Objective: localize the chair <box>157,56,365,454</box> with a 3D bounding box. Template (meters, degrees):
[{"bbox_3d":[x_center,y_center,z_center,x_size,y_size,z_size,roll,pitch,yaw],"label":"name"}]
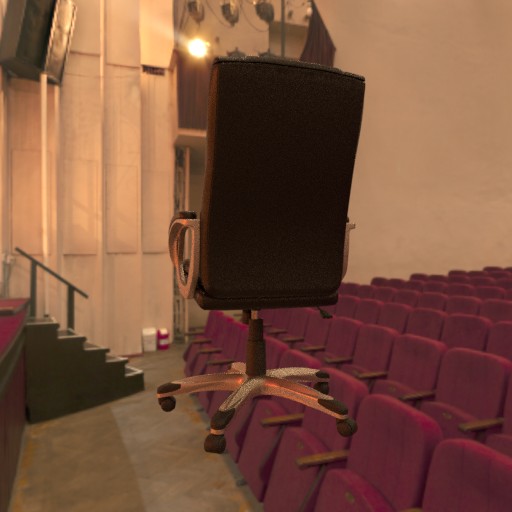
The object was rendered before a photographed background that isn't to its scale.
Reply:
[{"bbox_3d":[0.000,0.000,1.636,0.700,1.145,0.780,0,0,-17],"label":"chair"}]
